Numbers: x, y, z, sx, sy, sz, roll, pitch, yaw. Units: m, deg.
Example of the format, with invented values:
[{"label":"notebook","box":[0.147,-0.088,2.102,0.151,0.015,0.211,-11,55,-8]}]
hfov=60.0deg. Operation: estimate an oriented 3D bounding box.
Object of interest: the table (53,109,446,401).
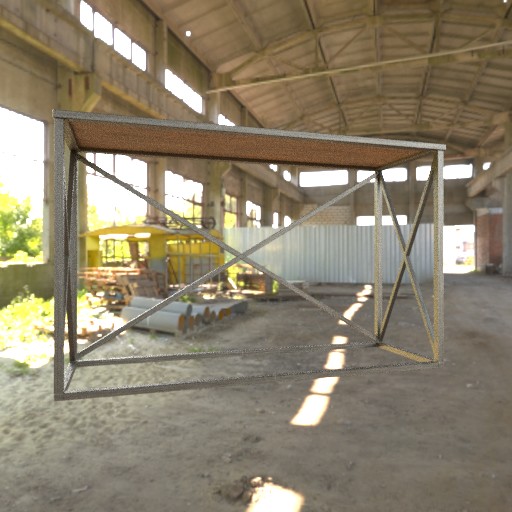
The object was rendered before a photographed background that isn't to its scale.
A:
[{"label":"table","box":[0.000,0.000,1.507,1.216,0.753,0.402,0,0,-17]}]
